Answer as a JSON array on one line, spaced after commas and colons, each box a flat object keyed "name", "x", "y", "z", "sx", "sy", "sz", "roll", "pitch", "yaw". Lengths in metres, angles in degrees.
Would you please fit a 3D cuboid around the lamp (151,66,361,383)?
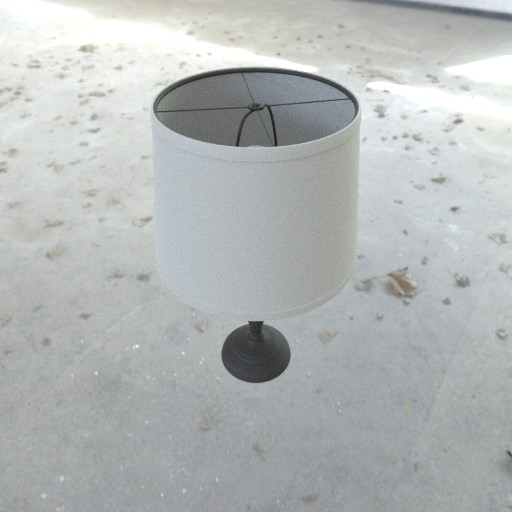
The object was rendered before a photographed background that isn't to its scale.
[{"name": "lamp", "x": 0.000, "y": 0.000, "z": 0.703, "sx": 0.310, "sy": 0.501, "sz": 0.310, "roll": 0, "pitch": 41, "yaw": 0}]
